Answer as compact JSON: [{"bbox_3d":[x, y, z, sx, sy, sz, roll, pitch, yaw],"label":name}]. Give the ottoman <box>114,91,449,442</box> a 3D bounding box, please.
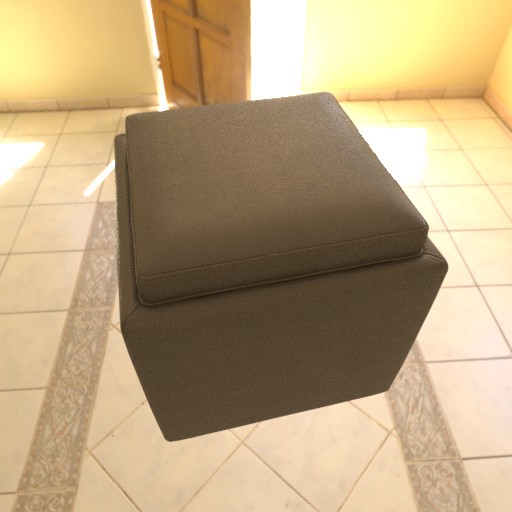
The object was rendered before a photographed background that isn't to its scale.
[{"bbox_3d":[0.000,0.000,0.816,0.450,0.460,0.451,-10,48,-9],"label":"ottoman"}]
